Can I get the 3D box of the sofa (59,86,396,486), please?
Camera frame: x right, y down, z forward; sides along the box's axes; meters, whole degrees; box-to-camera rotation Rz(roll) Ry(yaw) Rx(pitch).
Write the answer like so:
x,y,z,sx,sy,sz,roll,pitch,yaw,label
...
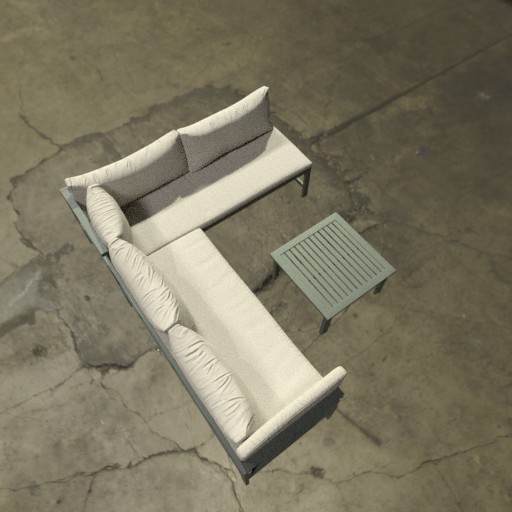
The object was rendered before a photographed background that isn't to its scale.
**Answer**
x,y,z,sx,sy,sz,roll,pitch,yaw,label
0.000,0.000,2.930,1.658,0.758,2.096,-32,64,-18,sofa
